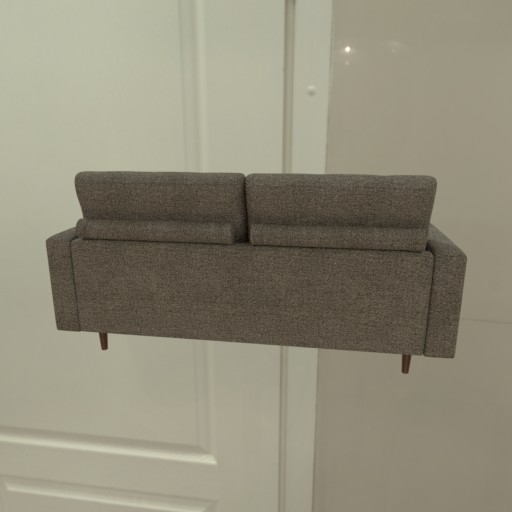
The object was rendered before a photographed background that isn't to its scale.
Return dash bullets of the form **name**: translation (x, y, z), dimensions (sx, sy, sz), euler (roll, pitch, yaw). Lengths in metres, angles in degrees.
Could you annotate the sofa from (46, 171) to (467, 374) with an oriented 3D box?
- **sofa**: translation (0.000, 0.000, 2.308), dimensions (1.821, 0.902, 0.863), euler (2, 16, 9)
